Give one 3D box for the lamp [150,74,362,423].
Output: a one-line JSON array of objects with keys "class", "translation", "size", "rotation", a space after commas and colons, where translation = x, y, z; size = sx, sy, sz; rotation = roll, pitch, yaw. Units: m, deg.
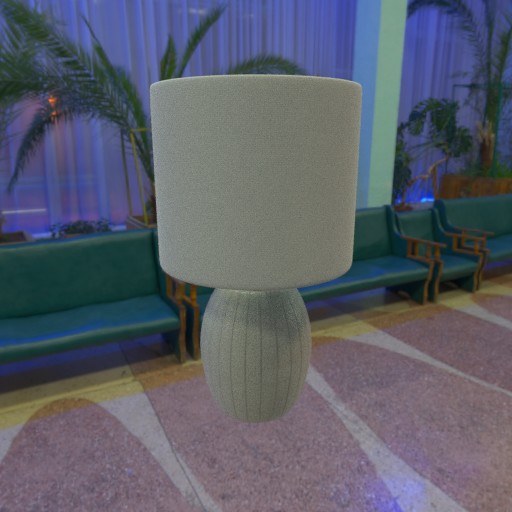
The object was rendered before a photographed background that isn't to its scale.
[{"class": "lamp", "translation": [0.000, 0.000, 0.771], "size": [0.328, 0.570, 0.328], "rotation": [0, 15, 0]}]
